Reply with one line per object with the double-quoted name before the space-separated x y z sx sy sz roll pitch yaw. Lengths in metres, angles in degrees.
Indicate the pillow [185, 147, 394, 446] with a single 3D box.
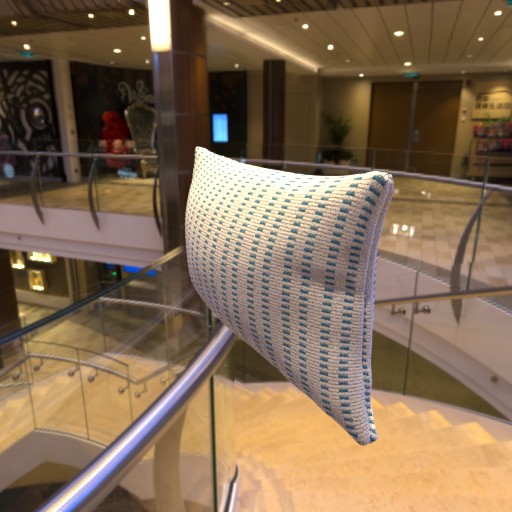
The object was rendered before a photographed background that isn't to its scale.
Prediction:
"pillow" 0.000 0.000 0.792 0.210 0.353 0.640 -8 18 -25
